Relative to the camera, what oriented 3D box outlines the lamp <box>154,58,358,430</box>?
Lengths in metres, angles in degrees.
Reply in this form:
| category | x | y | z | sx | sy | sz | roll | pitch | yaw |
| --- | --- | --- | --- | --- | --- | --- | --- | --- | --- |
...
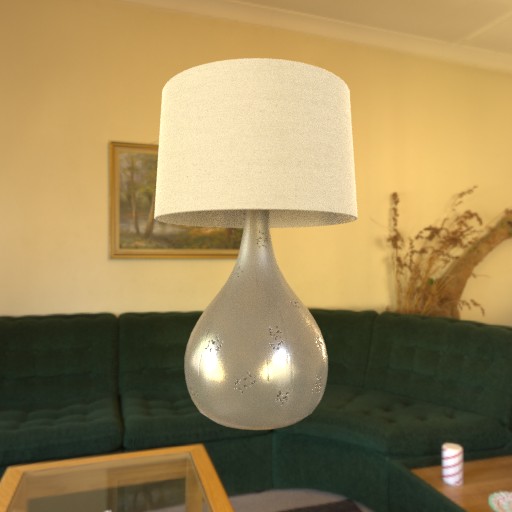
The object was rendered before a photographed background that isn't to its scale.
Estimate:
| category | x | y | z | sx | sy | sz | roll | pitch | yaw |
| --- | --- | --- | --- | --- | --- | --- | --- | --- | --- |
| lamp | 0.000 | 0.000 | 0.737 | 0.330 | 0.521 | 0.330 | 0 | -1 | 0 |
